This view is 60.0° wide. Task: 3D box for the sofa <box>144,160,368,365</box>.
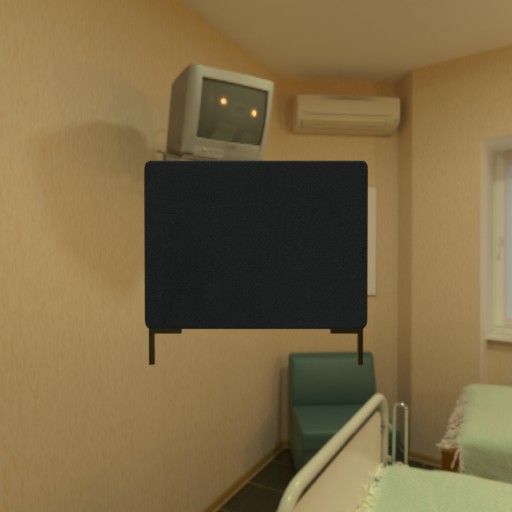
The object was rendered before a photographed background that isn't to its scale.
[{"bbox_3d":[0.000,0.000,2.325,0.686,0.635,1.981,0,1,0],"label":"sofa"}]
